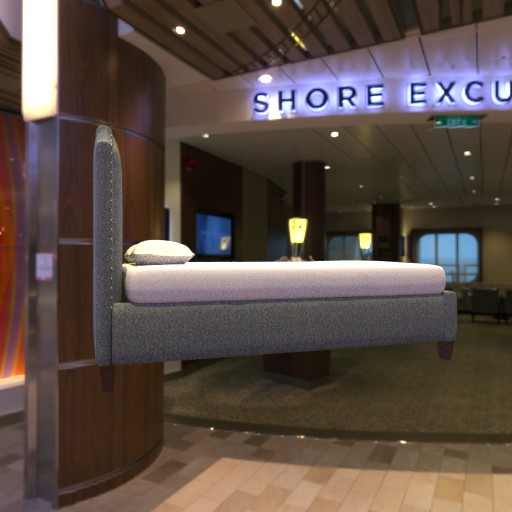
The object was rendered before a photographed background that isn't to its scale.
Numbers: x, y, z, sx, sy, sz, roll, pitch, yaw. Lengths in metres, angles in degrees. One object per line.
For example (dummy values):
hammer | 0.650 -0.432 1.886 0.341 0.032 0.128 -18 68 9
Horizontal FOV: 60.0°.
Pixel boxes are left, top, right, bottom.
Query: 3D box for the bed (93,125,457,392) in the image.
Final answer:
bed | 0.000 0.000 3.468 2.372 1.443 1.712 0 0 -19
